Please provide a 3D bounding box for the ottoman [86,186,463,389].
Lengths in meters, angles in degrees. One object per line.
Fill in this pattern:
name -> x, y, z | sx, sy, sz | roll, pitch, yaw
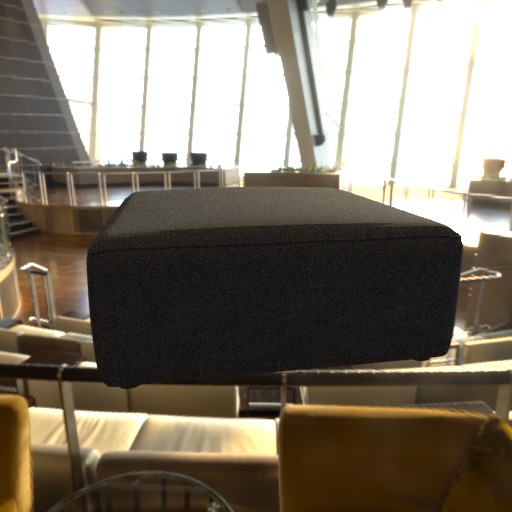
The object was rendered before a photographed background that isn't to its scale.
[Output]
ottoman -> 0.000, 0.000, 1.609 | 1.000, 0.439, 1.000 | -3, 15, -10
